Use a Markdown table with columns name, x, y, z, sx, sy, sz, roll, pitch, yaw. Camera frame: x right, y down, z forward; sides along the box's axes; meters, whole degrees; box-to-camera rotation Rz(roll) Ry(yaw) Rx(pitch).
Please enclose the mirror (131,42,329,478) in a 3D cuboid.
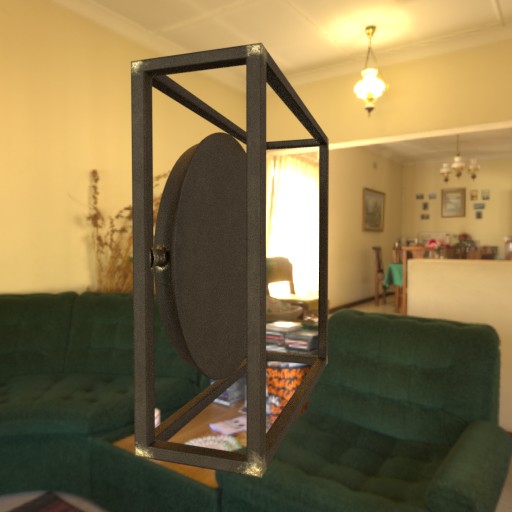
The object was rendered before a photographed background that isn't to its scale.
| name | x | y | z | sx | sy | sz | roll | pitch | yaw |
| --- | --- | --- | --- | --- | --- | --- | --- | --- | --- |
| mirror | 0.000 | 0.000 | 0.470 | 0.107 | 0.303 | 0.306 | 1 | 2 | 18 |
